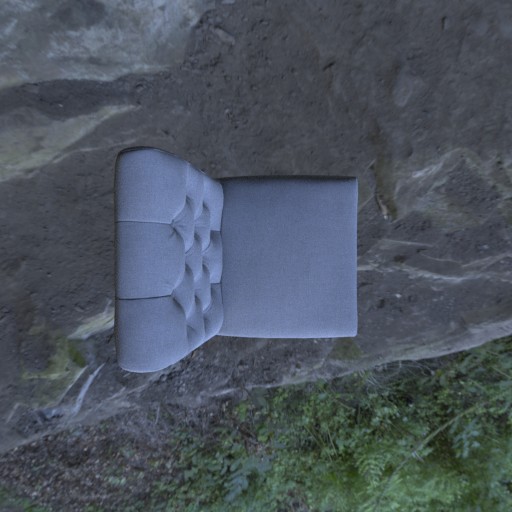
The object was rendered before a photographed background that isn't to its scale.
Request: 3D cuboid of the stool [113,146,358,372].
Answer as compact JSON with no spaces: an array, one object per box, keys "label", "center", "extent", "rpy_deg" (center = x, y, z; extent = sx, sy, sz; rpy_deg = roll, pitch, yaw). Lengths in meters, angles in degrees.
[{"label":"stool","center":[0.000,0.000,1.456],"extent":[0.601,1.140,0.493],"rpy_deg":[0,91,0]}]
